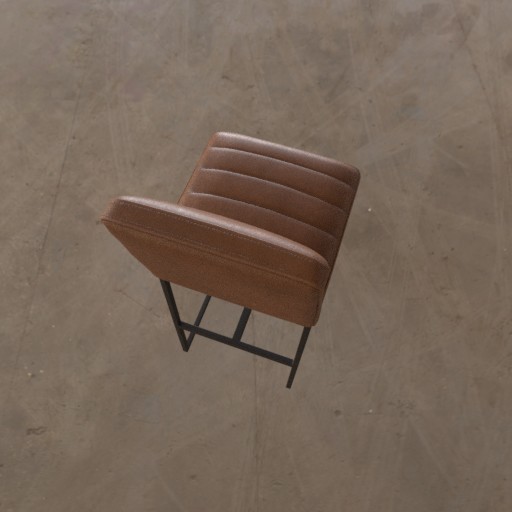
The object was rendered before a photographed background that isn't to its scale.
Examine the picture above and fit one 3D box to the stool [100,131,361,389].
[{"bbox_3d":[0.000,0.000,1.339,0.458,1.040,0.556,17,64,9],"label":"stool"}]
